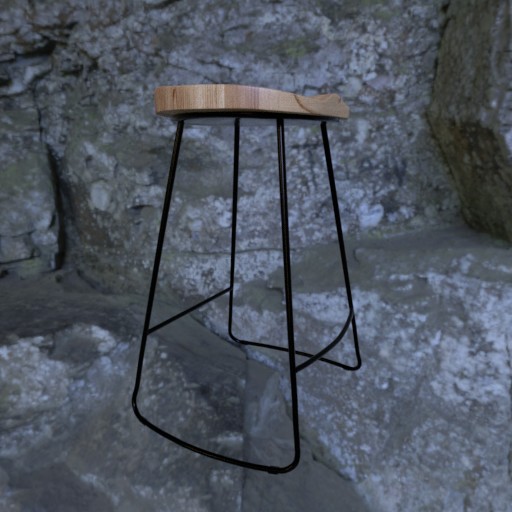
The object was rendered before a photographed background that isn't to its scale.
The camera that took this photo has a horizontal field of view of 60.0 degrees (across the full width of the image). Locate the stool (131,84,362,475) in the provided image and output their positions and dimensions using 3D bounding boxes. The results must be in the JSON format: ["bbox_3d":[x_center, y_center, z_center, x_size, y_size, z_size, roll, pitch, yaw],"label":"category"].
[{"bbox_3d":[0.000,0.000,0.972,0.401,0.679,0.480,8,16,28],"label":"stool"}]
